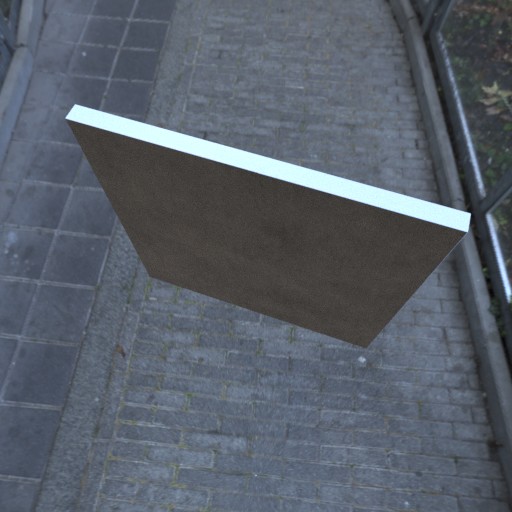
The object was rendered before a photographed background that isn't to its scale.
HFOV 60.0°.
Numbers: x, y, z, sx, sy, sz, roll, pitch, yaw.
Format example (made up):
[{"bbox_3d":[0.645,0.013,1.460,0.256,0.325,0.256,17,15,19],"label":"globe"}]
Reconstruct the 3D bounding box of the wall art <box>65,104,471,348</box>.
[{"bbox_3d":[0.000,0.000,0.682,0.455,0.453,0.023,17,65,8],"label":"wall art"}]
